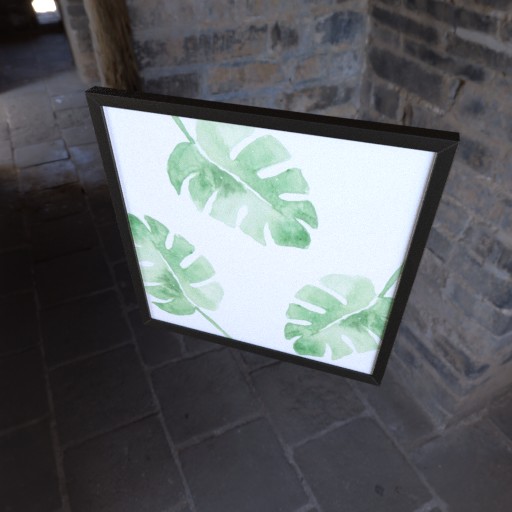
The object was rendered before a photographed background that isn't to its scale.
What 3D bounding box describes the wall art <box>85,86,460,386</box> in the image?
[{"bbox_3d":[0.000,0.000,1.130,0.765,0.765,0.038,12,42,13],"label":"wall art"}]
